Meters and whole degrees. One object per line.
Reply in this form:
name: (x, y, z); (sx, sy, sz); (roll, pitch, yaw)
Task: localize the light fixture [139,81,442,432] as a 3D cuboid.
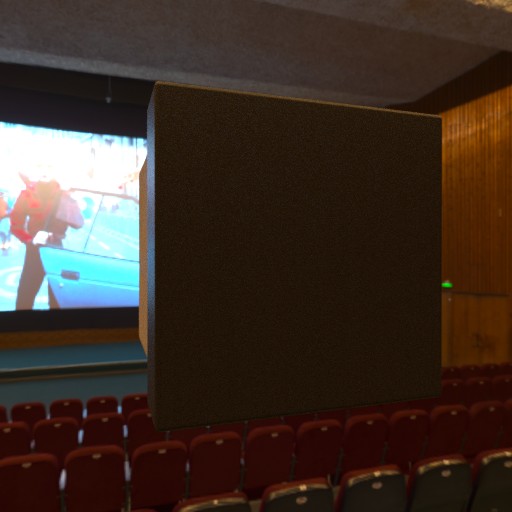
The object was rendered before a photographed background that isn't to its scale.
light fixture: (0.000, 0.000, 0.237); (0.121, 0.121, 0.143); (0, 0, -19)
